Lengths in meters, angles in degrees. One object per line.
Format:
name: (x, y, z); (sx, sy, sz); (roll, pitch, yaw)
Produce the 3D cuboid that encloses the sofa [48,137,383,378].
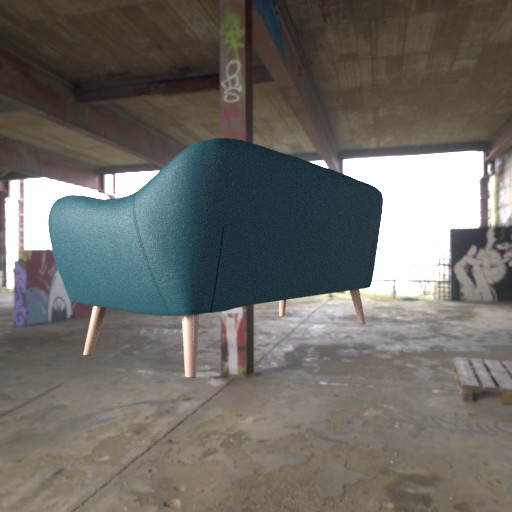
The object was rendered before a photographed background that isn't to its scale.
sofa: (0.000, 0.000, 2.291); (0.820, 0.836, 1.840); (0, 0, 36)
